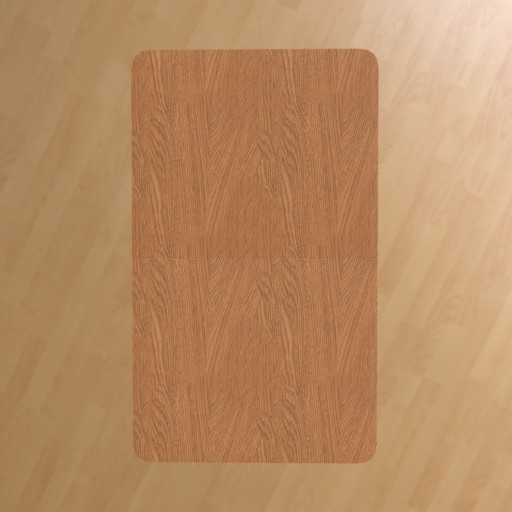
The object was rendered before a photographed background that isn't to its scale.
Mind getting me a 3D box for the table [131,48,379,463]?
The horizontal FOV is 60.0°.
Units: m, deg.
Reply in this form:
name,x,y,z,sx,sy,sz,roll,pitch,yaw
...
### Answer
name,x,y,z,sx,sy,sz,roll,pitch,yaw
table,0.000,0.000,2.099,0.950,0.770,1.600,0,91,1
